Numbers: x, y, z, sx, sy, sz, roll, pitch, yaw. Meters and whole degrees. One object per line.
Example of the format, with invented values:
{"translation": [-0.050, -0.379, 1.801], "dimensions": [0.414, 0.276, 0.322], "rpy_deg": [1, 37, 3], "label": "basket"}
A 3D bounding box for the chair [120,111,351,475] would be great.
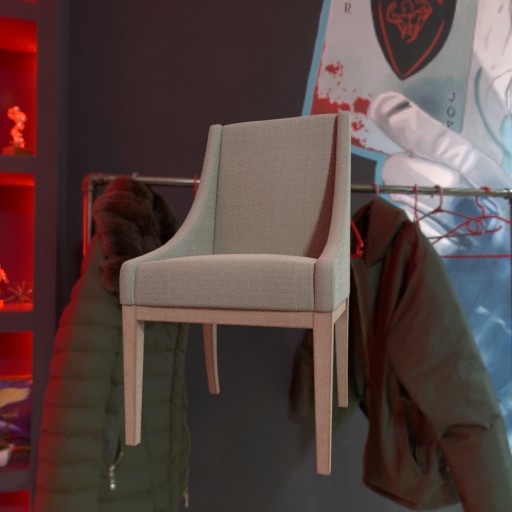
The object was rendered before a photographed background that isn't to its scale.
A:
{"translation": [0.000, 0.000, 1.386], "dimensions": [0.575, 1.021, 0.611], "rpy_deg": [0, -1, 18], "label": "chair"}
